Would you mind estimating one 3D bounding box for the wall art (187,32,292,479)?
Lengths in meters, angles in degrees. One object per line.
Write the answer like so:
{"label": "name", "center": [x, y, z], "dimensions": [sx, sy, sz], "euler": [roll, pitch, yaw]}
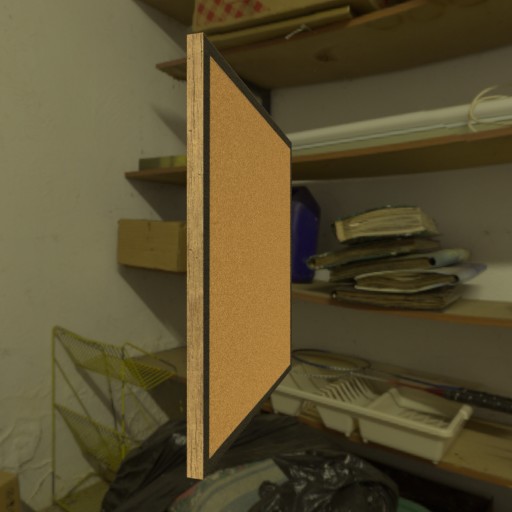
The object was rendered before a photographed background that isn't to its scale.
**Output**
{"label": "wall art", "center": [0.000, 0.000, 1.022], "dimensions": [0.029, 0.691, 0.695], "euler": [0, 0, 16]}
